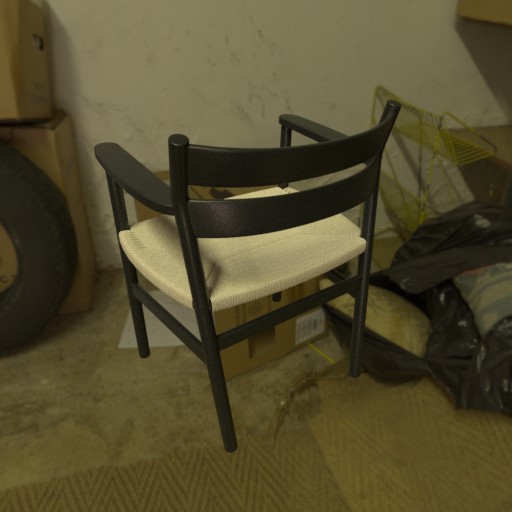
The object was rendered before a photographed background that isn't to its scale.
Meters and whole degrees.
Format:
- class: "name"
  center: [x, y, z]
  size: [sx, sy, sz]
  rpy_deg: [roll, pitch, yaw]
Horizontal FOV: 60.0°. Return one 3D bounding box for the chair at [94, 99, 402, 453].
- class: "chair"
  center: [0.000, 0.000, 1.164]
  size: [0.630, 0.775, 0.508]
  rpy_deg: [-19, 35, -30]
